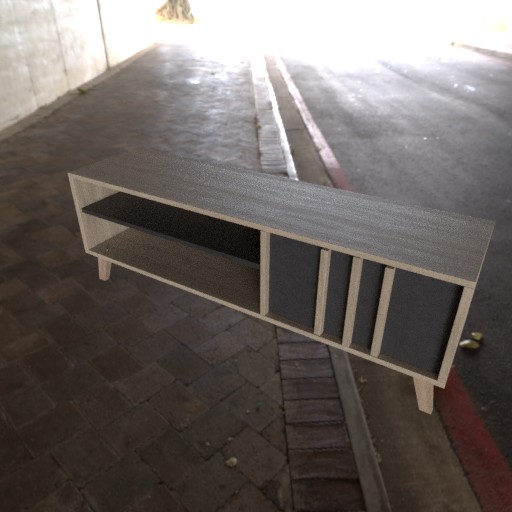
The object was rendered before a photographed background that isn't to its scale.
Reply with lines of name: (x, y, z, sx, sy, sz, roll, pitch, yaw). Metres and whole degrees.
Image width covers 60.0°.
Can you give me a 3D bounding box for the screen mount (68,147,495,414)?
screen mount: (0.000, 0.000, 1.694, 1.500, 0.509, 0.401, 17, 35, 27)
